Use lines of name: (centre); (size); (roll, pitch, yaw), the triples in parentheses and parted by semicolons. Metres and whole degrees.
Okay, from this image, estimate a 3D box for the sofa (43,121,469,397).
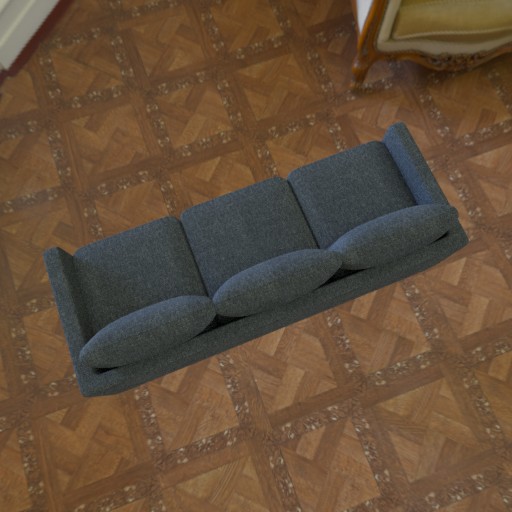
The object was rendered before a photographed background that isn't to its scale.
sofa: (0.000, 0.000, 2.646); (2.218, 0.874, 0.859); (-21, 75, -6)
